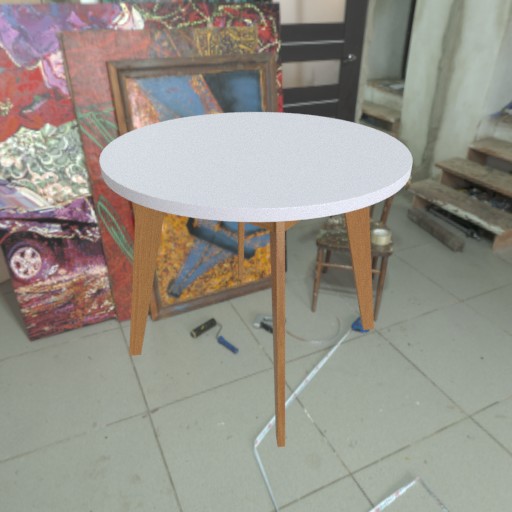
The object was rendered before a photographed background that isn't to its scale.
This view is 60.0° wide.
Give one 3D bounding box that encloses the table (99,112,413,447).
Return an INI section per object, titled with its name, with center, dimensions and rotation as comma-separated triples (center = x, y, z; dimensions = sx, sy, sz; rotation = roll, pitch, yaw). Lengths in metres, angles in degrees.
[table]
center = 0.000, 0.000, 1.517
dimensions = 0.896, 0.762, 0.896
rotation = 0, 31, 0
